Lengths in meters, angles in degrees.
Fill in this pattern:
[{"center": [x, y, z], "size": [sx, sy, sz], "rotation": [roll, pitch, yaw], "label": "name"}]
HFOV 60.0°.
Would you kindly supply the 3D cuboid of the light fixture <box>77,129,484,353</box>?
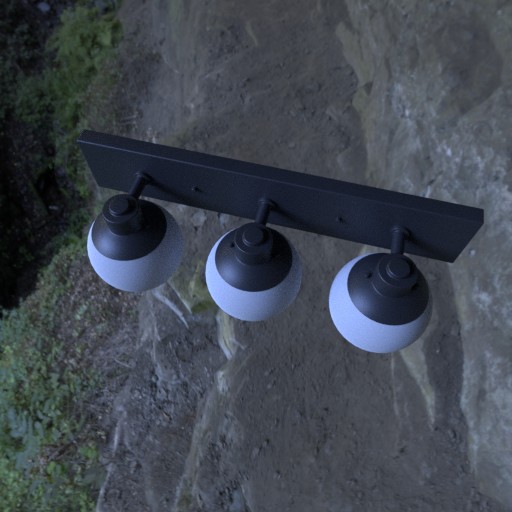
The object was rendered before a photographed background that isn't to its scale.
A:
[{"center": [0.000, 0.000, 0.837], "size": [0.721, 0.263, 0.218], "rotation": [13, 60, 7], "label": "light fixture"}]
